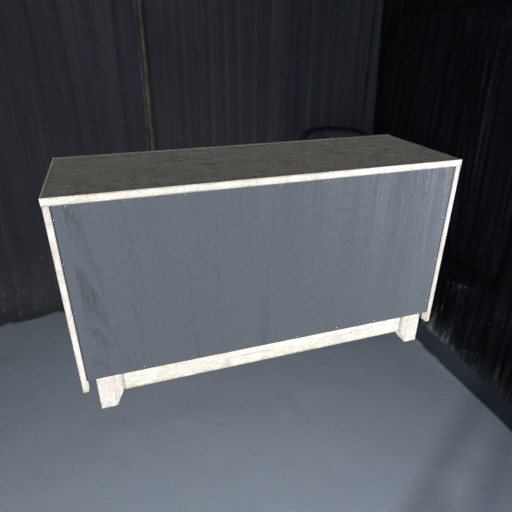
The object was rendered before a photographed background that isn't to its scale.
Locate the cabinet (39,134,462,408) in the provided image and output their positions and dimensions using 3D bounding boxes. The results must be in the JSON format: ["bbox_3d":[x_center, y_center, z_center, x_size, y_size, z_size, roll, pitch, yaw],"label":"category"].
[{"bbox_3d":[0.000,0.000,1.857,1.460,0.825,0.511,-8,27,-16],"label":"cabinet"}]
